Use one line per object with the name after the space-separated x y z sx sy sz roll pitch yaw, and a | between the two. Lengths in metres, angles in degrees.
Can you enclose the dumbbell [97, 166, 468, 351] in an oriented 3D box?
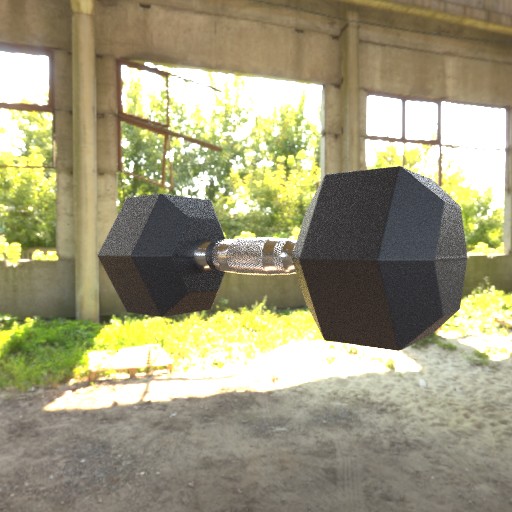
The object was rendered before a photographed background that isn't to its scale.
0.000 0.000 0.376 0.315 0.113 0.129 1 1 38 | dumbbell
